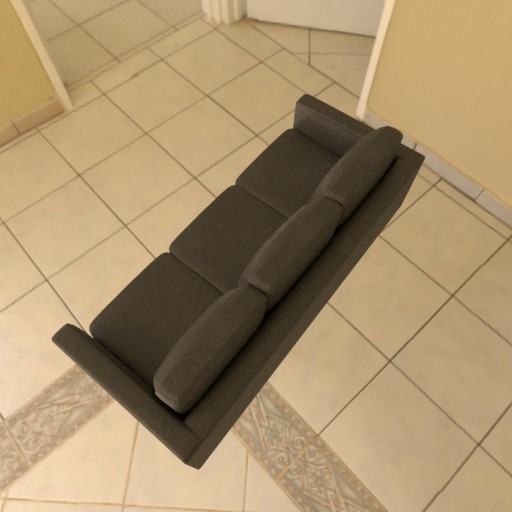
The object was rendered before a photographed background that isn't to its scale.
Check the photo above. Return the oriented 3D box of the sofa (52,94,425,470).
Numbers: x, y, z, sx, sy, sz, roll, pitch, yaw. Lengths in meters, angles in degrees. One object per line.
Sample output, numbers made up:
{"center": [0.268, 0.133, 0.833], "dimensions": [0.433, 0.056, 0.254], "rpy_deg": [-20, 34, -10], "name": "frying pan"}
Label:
{"center": [0.000, 0.000, 2.474], "dimensions": [0.879, 0.899, 2.029], "rpy_deg": [35, 67, 17], "name": "sofa"}
